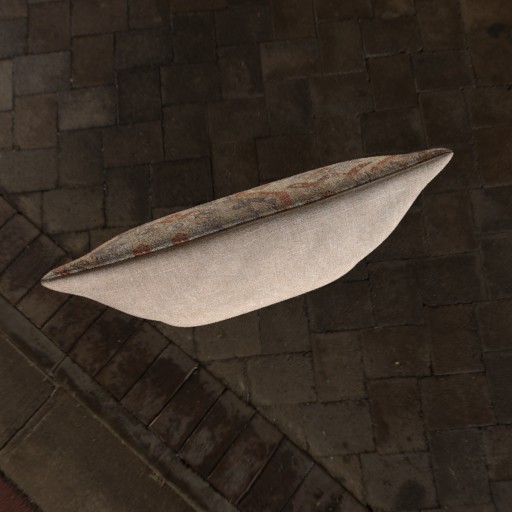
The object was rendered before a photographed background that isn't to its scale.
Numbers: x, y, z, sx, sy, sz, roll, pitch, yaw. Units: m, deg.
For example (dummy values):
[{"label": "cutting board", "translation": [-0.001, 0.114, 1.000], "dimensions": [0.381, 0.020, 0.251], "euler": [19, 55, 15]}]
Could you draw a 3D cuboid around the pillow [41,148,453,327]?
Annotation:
[{"label": "pillow", "translation": [0.000, 0.000, 0.770], "dimensions": [0.523, 0.506, 0.166], "euler": [-18, 78, -4]}]
